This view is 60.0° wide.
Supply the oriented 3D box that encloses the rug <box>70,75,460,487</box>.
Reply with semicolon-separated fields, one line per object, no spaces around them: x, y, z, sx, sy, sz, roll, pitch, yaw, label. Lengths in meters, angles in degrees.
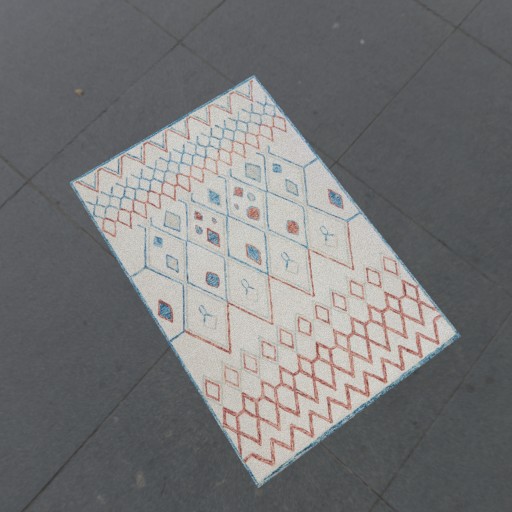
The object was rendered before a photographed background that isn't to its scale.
0.000;0.000;2.312;1.219;0.016;1.829;-33;77;-9;rug
